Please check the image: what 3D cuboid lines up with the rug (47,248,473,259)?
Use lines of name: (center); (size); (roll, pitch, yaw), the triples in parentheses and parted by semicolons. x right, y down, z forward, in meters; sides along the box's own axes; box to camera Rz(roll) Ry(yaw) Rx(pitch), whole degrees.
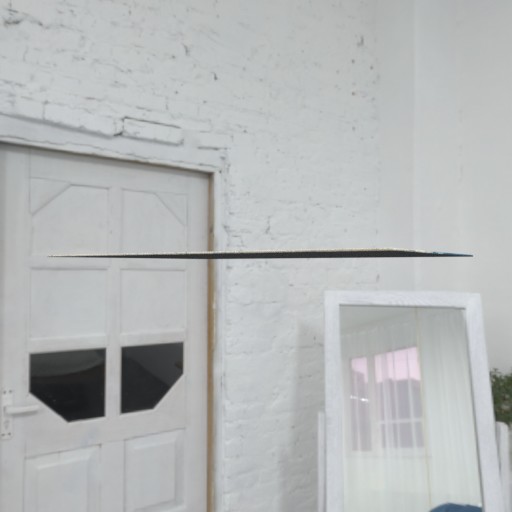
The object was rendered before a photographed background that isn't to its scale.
rug: (0.000, 0.000, 2.276); (1.836, 0.009, 1.232); (-1, -1, 36)
